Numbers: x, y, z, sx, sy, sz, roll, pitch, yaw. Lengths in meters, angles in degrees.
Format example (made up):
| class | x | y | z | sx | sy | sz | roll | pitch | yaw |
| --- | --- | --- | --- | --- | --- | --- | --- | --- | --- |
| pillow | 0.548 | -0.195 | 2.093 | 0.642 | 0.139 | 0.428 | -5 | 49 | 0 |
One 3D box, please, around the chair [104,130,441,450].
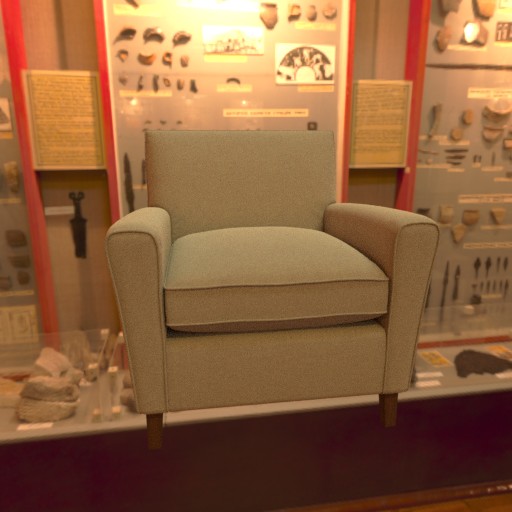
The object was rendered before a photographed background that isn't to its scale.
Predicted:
| class | x | y | z | sx | sy | sz | roll | pitch | yaw |
| --- | --- | --- | --- | --- | --- | --- | --- | --- | --- |
| chair | 0.000 | 0.000 | 1.524 | 0.840 | 0.846 | 0.871 | -2 | 15 | -8 |
